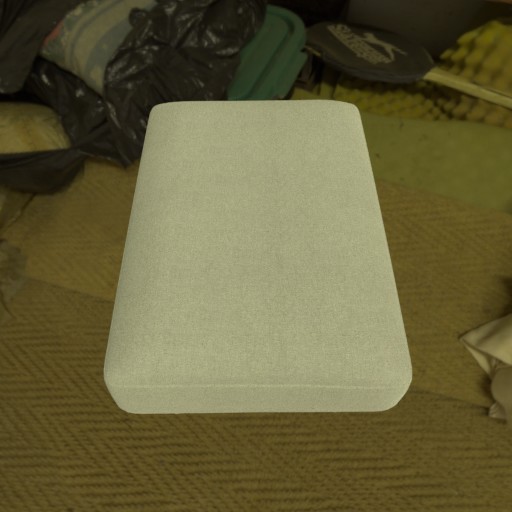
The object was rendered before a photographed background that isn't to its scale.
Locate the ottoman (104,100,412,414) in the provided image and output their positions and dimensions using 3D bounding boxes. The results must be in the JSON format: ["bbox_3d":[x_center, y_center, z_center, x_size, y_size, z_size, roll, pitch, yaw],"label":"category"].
[{"bbox_3d":[0.000,0.000,1.071,0.549,0.428,0.749,0,57,0],"label":"ottoman"}]
